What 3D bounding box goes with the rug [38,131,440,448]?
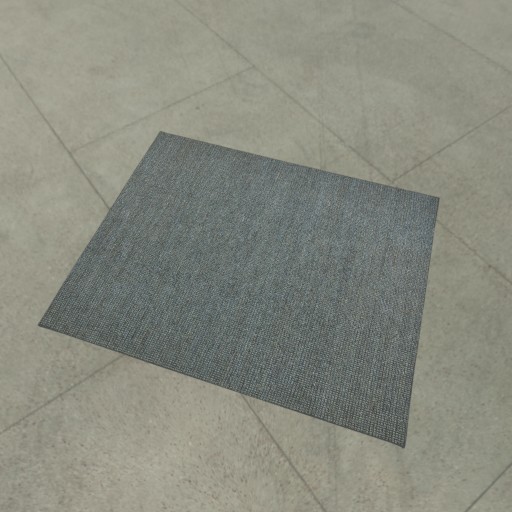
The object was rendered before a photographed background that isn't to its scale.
[{"bbox_3d":[0.000,0.000,4.068,3.068,0.021,2.456,15,59,9],"label":"rug"}]
